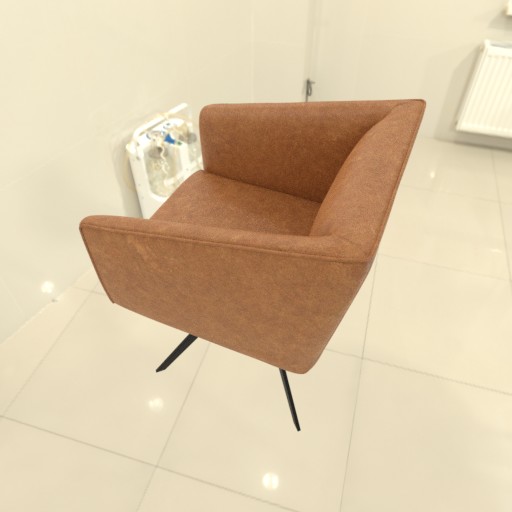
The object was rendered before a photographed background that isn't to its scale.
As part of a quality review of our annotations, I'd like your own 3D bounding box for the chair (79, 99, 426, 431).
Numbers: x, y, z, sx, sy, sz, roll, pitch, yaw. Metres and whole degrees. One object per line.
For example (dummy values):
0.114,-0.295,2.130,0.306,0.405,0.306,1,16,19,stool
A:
0.000,0.000,1.199,0.625,0.760,0.588,17,48,16,chair
